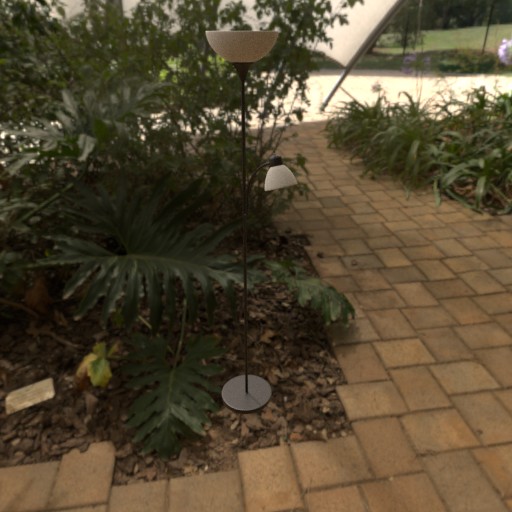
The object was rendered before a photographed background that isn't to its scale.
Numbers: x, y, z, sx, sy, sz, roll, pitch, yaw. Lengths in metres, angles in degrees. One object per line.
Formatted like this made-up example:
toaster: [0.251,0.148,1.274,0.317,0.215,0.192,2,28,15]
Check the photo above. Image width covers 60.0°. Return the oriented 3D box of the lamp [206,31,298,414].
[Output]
lamp: [0.000,0.000,1.994,0.279,1.804,0.442,-19,32,-33]
